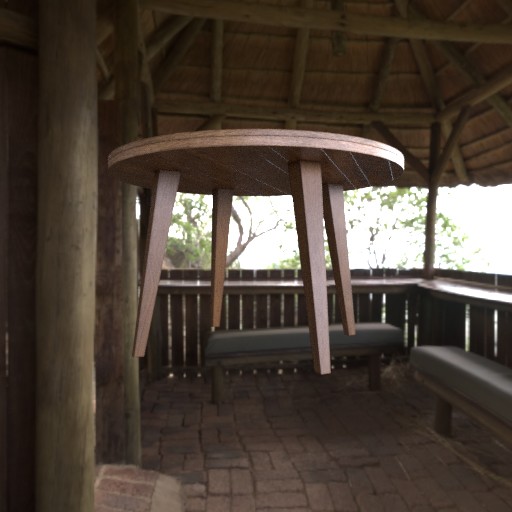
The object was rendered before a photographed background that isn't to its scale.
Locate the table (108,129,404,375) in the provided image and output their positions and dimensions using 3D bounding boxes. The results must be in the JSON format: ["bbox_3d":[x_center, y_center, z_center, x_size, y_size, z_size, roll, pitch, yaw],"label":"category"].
[{"bbox_3d":[0.000,0.000,1.919,1.213,0.764,1.213,0,1,0],"label":"table"}]
